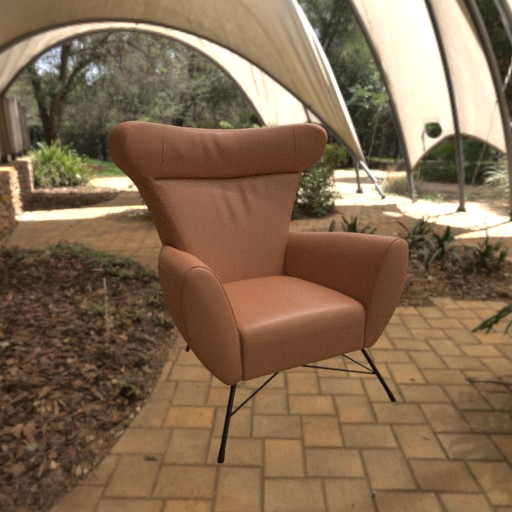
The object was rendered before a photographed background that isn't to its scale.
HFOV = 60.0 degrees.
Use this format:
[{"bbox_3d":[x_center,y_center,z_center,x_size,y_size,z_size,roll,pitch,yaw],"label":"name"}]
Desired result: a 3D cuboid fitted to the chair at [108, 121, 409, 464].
[{"bbox_3d":[0.000,0.000,1.798,0.980,1.050,0.900,-8,17,-26],"label":"chair"}]
